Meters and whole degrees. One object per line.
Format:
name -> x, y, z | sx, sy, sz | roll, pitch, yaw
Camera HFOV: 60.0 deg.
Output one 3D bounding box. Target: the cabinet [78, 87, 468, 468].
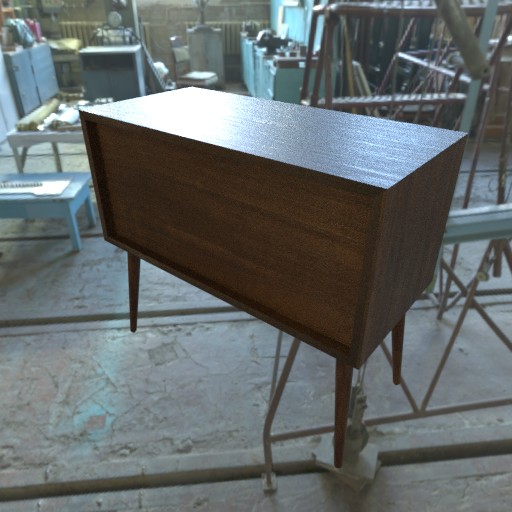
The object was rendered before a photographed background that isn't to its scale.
cabinet -> 0.000, 0.000, 1.084 | 0.743, 0.654, 0.354 | 23, 38, 33
